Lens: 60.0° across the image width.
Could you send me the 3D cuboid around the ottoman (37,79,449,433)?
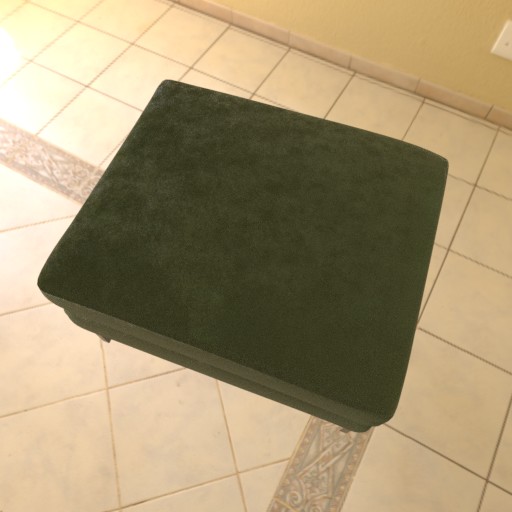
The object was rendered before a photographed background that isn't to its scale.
[{"bbox_3d":[0.000,0.000,1.251,0.839,0.538,0.701,18,65,9],"label":"ottoman"}]
